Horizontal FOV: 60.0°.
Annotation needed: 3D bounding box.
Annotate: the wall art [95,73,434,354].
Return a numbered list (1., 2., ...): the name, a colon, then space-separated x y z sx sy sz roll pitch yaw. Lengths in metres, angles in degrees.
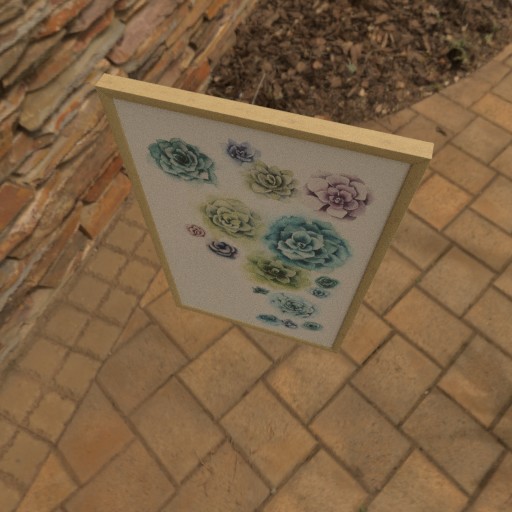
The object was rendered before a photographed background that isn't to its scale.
1. wall art: 0.000 0.000 0.993 0.510 0.810 0.039 15 60 9
